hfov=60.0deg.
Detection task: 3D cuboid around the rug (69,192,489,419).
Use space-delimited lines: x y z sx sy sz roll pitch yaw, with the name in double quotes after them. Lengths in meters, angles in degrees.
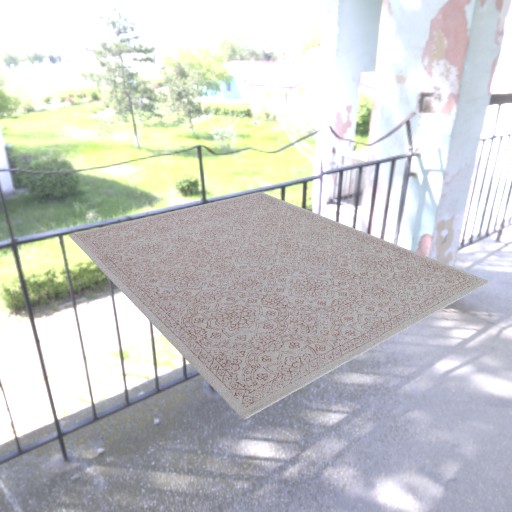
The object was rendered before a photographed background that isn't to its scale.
0.000 0.000 4.024 2.441 0.015 3.050 -18 31 -33 "rug"
